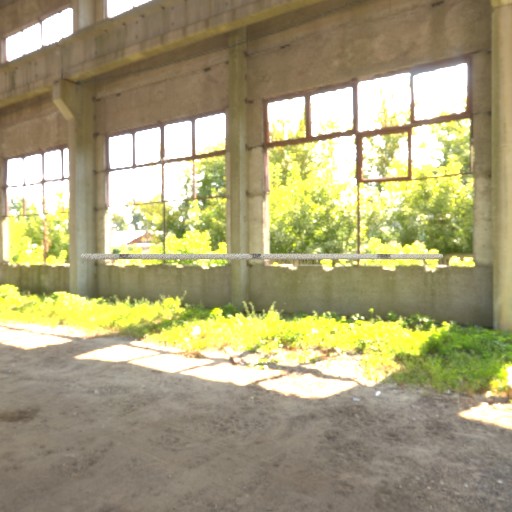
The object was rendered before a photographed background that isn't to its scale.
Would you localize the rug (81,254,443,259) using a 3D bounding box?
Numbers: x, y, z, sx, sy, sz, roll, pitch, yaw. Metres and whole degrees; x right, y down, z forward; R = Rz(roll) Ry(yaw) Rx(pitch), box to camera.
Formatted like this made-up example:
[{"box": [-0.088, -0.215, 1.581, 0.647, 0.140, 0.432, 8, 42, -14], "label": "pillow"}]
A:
[{"box": [0.000, 0.000, 2.986, 1.501, 0.024, 2.348, 0, 0, -2], "label": "rug"}]
